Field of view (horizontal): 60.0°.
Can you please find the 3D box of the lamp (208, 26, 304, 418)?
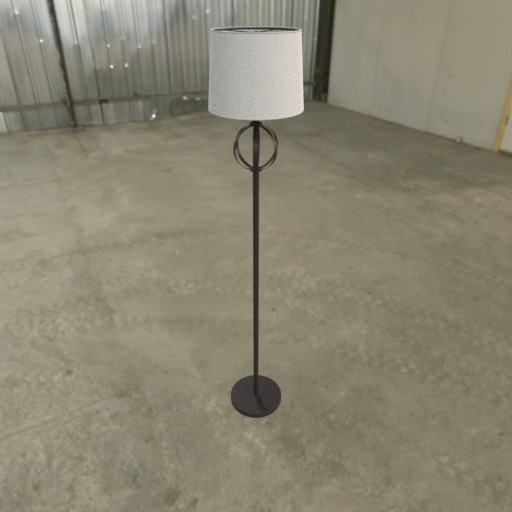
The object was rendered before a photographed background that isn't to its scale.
[{"bbox_3d":[0.000,0.000,1.602,0.286,1.462,0.286,1,31,1],"label":"lamp"}]
